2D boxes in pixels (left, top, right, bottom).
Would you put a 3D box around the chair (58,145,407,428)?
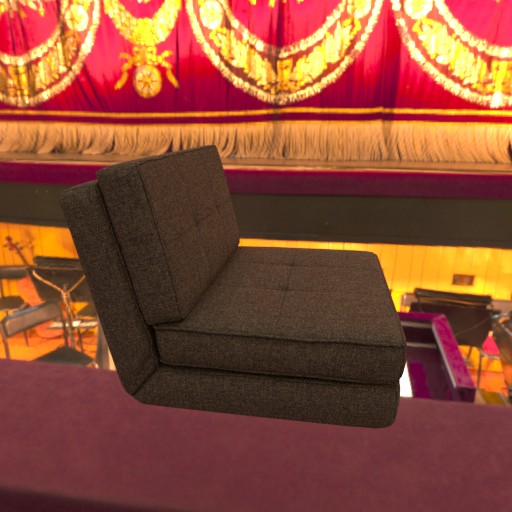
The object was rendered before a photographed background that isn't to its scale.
[{"bbox_3d":[0.000,0.000,1.337,0.800,0.615,0.740,3,17,9],"label":"chair"}]
